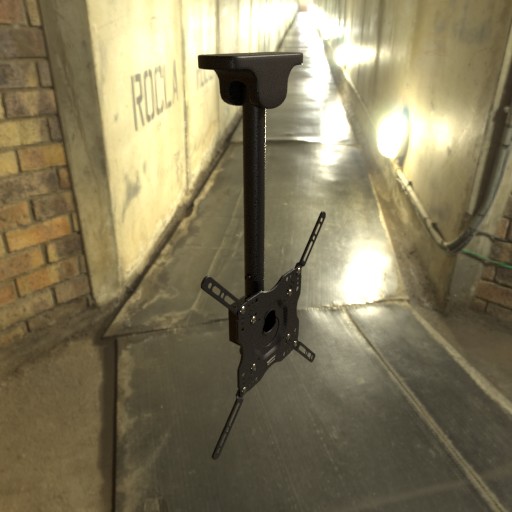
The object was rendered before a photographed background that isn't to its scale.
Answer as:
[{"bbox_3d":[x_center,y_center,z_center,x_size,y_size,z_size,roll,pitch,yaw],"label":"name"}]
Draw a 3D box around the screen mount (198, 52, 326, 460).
[{"bbox_3d":[0.000,0.000,0.877,0.090,0.729,0.393,19,32,33],"label":"screen mount"}]
